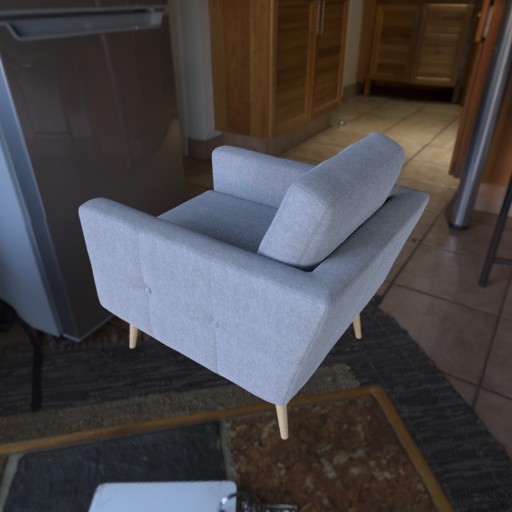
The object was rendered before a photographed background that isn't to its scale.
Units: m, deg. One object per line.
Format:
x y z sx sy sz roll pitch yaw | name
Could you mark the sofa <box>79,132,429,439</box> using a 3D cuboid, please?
0.000 0.000 1.557 0.920 0.860 0.770 20 37 29 | sofa
